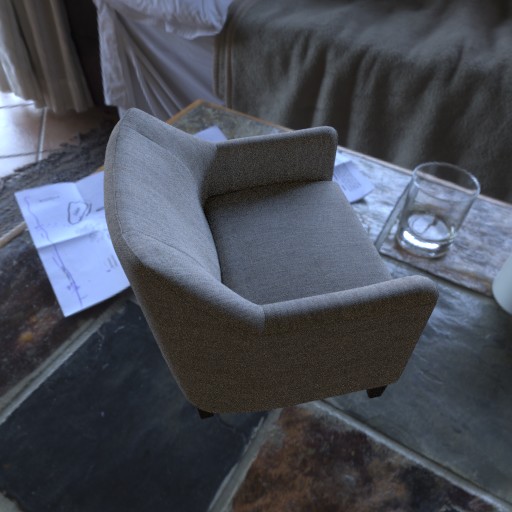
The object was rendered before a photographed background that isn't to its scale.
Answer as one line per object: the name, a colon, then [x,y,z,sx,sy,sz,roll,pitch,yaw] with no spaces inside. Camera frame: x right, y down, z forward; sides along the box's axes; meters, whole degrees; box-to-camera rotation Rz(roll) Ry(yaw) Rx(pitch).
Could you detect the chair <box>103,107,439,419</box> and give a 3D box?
chair: [0.000,0.000,1.389,0.758,0.761,0.796,-9,48,-9]
